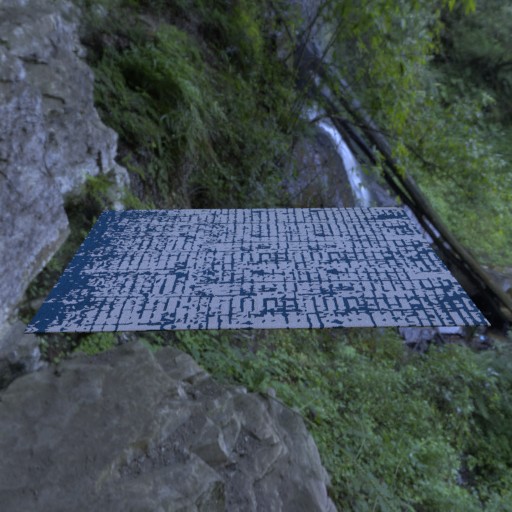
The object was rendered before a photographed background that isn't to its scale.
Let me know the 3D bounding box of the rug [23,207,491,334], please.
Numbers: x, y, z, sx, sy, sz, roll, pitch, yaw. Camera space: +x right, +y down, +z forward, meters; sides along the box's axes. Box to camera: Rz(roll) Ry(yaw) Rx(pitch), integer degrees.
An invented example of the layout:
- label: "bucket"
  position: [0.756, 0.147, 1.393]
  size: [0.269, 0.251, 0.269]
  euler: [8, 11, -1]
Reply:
- label: "rug"
  position: [0.000, 0.000, 2.959]
  size: [2.435, 0.011, 1.517]
  euler: [-1, 30, -1]
